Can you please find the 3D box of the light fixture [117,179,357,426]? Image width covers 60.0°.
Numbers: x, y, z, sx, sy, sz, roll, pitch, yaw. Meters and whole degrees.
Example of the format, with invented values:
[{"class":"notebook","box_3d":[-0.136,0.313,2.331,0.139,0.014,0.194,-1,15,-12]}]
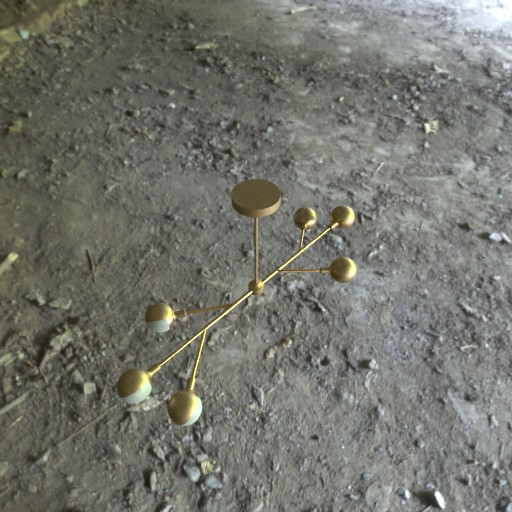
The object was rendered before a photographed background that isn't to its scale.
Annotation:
[{"class":"light fixture","box_3d":[0.000,0.000,1.028,0.778,0.362,0.434,-23,50,-21]}]
